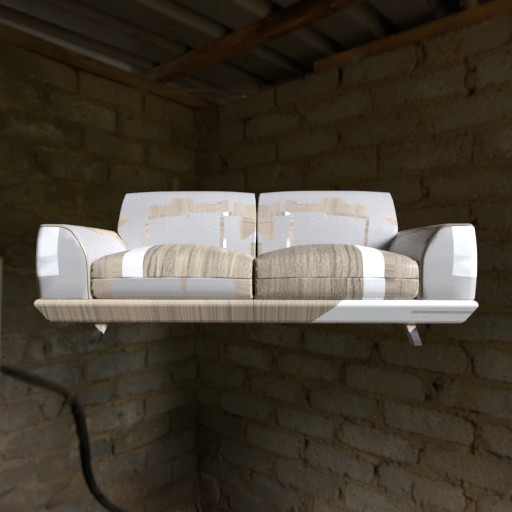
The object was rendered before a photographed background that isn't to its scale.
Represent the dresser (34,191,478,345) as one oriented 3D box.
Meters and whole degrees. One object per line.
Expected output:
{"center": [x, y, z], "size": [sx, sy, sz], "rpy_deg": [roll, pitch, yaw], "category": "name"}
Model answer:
{"center": [0.000, 0.000, 5.692], "size": [4.679, 1.863, 2.251], "rpy_deg": [0, 0, 1], "category": "dresser"}
